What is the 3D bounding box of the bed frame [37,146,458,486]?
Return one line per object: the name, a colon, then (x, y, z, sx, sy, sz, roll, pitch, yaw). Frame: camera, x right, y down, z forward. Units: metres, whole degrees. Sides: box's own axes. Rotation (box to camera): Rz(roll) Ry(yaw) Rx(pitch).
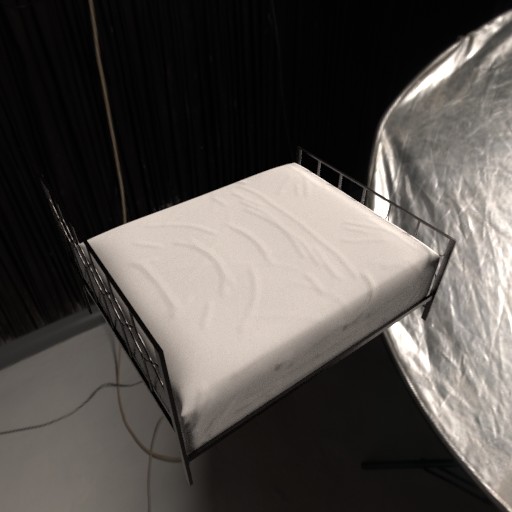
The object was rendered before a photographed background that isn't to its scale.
bed frame: (0.000, 0.000, 3.010, 2.063, 1.222, 1.597, -25, 47, -26)
